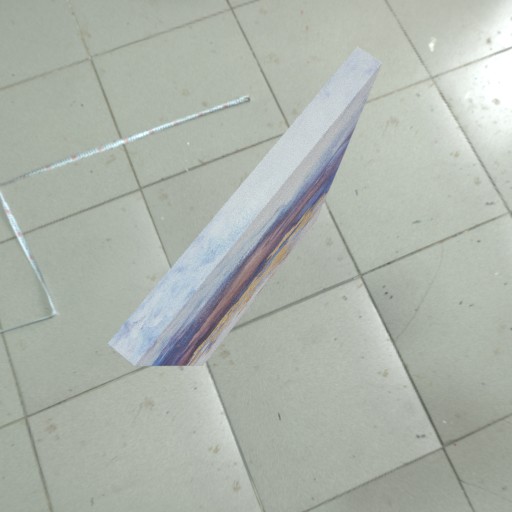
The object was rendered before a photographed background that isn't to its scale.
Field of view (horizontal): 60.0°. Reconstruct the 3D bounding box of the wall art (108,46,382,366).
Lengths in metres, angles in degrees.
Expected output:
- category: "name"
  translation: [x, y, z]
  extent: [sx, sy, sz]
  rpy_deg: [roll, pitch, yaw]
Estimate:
- category: "wall art"
  translation: [0.000, 0.000, 0.762]
  extent: [0.036, 0.581, 0.437]
  rpy_deg: [37, 79, 8]
